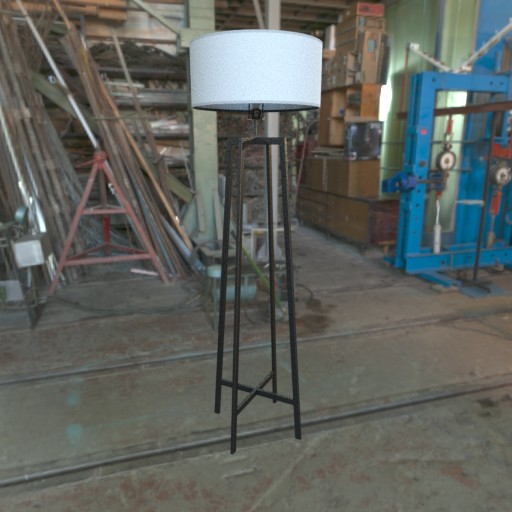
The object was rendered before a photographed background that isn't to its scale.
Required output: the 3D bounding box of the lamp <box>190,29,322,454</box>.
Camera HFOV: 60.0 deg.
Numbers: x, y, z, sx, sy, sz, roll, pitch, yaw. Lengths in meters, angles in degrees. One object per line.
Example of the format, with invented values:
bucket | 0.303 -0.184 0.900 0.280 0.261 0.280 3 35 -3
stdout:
lamp | 0.000 0.000 1.729 0.457 1.510 0.456 7 16 26
